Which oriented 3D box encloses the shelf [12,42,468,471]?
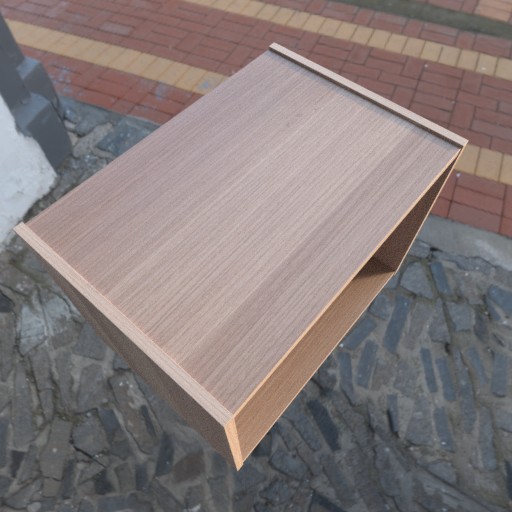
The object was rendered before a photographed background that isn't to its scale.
[{"bbox_3d":[0.000,0.000,0.607,0.290,0.305,0.415,36,65,20],"label":"shelf"}]
